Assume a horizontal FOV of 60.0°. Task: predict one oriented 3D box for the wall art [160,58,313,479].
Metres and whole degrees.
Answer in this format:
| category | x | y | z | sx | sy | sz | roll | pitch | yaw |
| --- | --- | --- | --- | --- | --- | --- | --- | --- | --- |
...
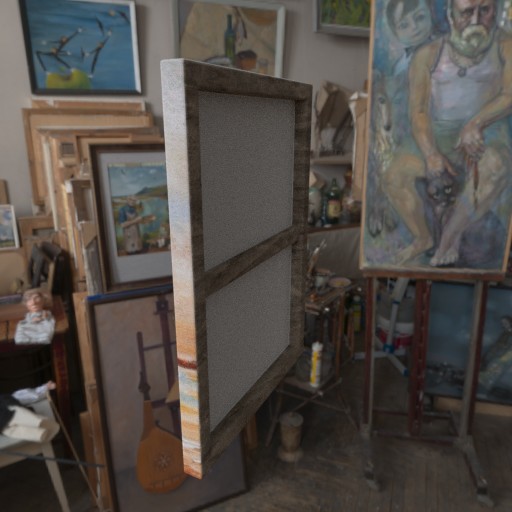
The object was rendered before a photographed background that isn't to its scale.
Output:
| category | x | y | z | sx | sy | sz | roll | pitch | yaw |
| --- | --- | --- | --- | --- | --- | --- | --- | --- | --- |
| wall art | 0.000 | 0.000 | 0.797 | 0.035 | 0.605 | 0.443 | 8 | 19 | 25 |
